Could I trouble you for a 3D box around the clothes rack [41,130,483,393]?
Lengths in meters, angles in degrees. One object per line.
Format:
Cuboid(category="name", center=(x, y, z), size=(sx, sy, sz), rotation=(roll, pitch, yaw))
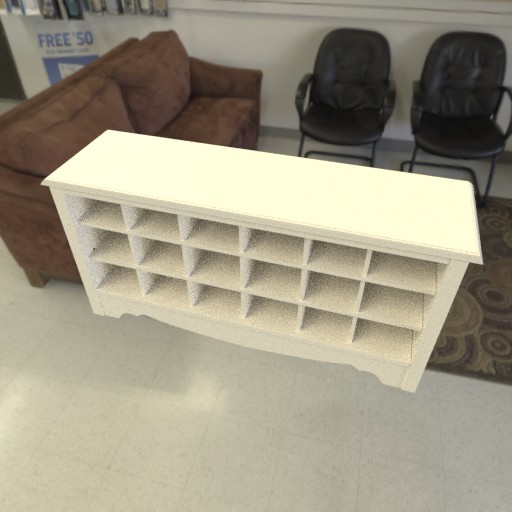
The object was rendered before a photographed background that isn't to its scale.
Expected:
Cuboid(category="clothes rack", center=(0.000, 0.000, 1.359), size=(1.120, 0.531, 0.324), rotation=(11, 42, 13))
